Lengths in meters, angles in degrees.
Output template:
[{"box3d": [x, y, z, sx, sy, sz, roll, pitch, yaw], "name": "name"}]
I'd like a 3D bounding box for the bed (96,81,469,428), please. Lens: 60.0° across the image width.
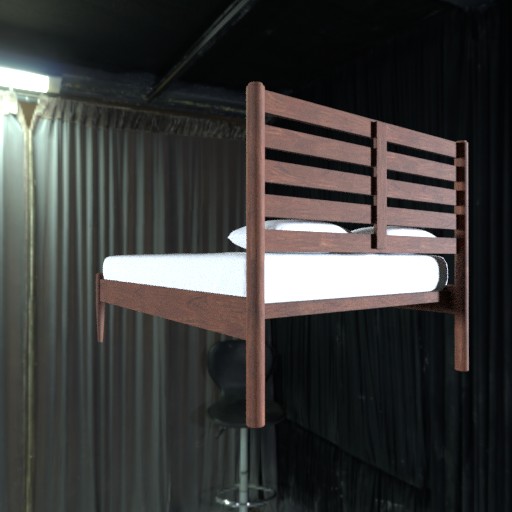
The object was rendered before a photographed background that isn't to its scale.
[{"box3d": [0.000, 0.000, 2.937, 1.509, 1.304, 2.093, 0, 0, -35], "name": "bed"}]
